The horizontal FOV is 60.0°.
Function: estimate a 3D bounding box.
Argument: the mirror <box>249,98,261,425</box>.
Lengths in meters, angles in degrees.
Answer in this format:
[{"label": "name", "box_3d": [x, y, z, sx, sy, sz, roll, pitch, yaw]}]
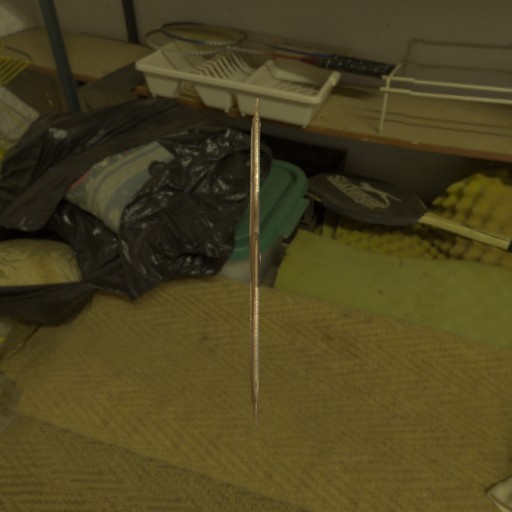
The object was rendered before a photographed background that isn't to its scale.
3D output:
[{"label": "mirror", "box_3d": [0.000, 0.000, 1.047, 0.019, 0.686, 0.686, 0, 40, 0]}]
